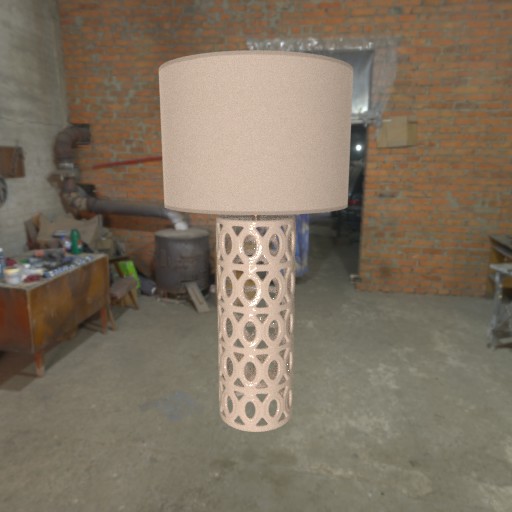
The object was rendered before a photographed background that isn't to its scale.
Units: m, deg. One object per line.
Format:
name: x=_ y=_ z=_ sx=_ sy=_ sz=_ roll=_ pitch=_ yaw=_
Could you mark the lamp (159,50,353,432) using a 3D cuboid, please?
lamp: x=0.000 y=0.000 z=0.823 sx=0.324 sy=0.636 sz=0.325 roll=-6 pitch=13 yaw=-27
